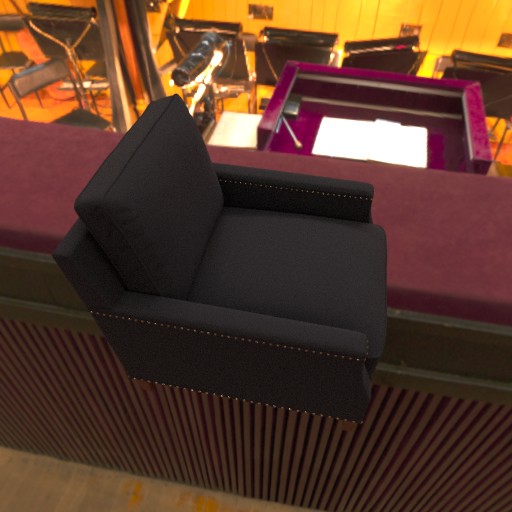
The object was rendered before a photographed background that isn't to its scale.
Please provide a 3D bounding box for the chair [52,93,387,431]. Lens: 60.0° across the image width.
[{"bbox_3d":[0.000,0.000,1.698,1.014,0.943,0.853,9,47,8],"label":"chair"}]
